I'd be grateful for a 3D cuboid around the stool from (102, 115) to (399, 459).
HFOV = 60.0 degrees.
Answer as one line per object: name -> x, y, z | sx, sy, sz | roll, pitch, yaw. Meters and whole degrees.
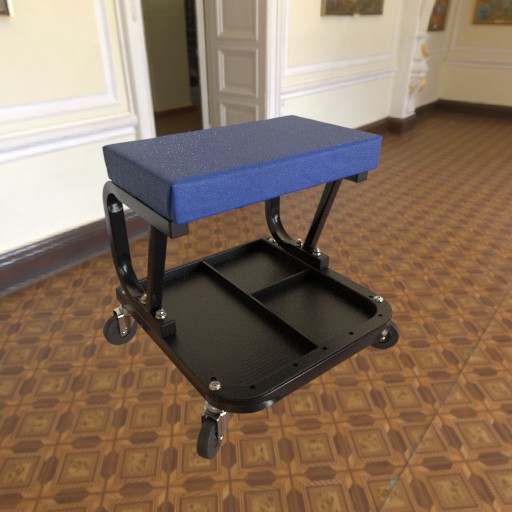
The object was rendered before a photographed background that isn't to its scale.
stool -> 0.000, 0.000, 0.736 | 0.446, 0.380, 0.371 | -20, 34, -32
